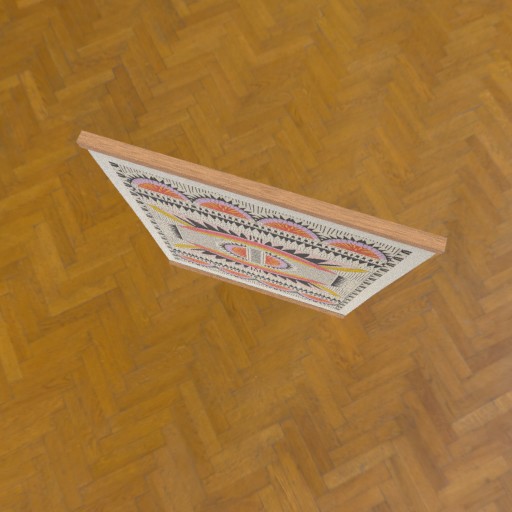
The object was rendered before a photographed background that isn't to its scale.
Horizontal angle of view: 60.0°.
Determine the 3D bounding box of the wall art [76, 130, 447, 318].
[{"bbox_3d":[0.000,0.000,1.365,0.765,1.016,0.028,17,75,5],"label":"wall art"}]
